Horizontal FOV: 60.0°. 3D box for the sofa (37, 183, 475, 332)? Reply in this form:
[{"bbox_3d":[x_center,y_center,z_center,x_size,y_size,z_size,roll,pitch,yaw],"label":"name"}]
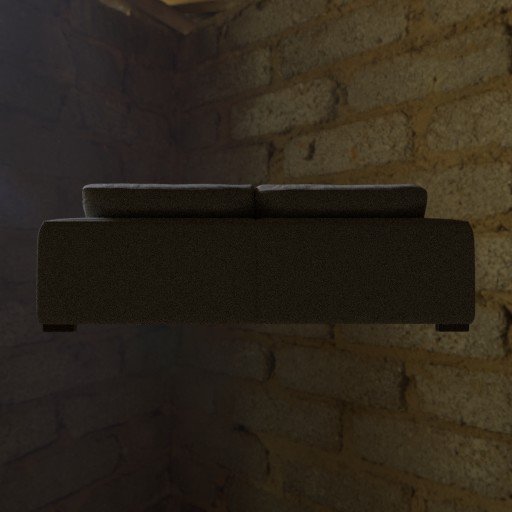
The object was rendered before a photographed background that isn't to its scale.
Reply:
[{"bbox_3d":[0.000,0.000,2.788,2.262,0.801,1.070,0,-1,0],"label":"sofa"}]
